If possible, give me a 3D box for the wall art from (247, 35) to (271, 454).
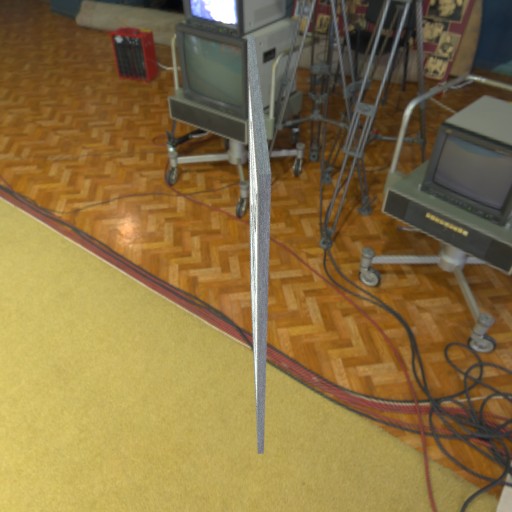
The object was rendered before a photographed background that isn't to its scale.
[{"bbox_3d":[0.000,0.000,1.390,0.020,1.070,0.768,-2,42,-2],"label":"wall art"}]
